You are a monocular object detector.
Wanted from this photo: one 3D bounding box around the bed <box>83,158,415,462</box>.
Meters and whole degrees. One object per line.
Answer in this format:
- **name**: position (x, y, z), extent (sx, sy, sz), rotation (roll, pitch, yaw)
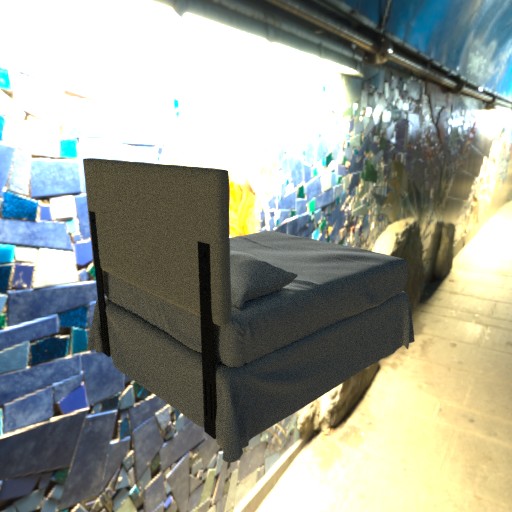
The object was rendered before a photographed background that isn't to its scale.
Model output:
- **bed**: position (0.000, 0.000, 3.613), extent (2.222, 1.577, 1.936), rotation (-14, 20, -41)
